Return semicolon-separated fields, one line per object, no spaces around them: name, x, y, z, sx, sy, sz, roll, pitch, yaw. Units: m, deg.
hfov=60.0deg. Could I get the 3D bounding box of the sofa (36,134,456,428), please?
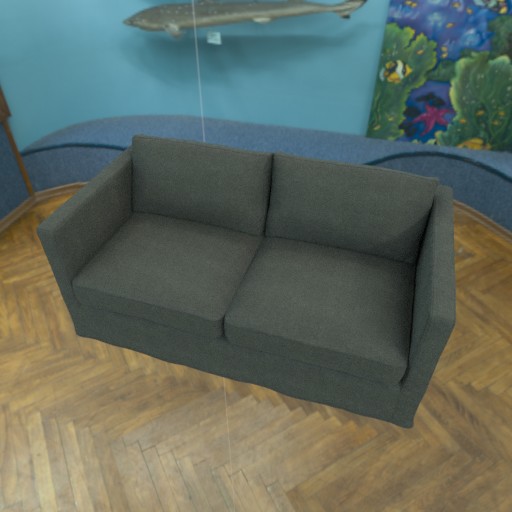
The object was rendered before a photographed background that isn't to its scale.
sofa;0.000;0.000;2.268;1.802;0.854;0.974;12;42;13
